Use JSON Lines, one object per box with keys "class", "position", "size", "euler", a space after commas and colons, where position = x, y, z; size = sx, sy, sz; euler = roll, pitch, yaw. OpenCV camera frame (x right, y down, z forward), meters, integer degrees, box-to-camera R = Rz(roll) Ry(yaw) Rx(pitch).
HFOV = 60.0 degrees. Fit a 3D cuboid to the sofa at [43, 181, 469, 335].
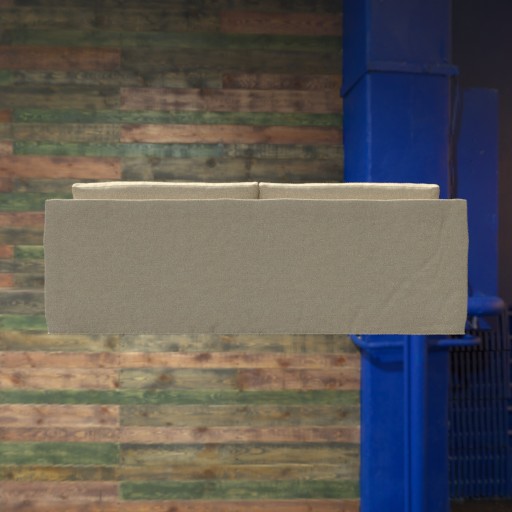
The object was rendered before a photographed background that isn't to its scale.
{"class": "sofa", "position": [0.000, 0.000, 2.839], "size": [2.312, 0.853, 0.962], "euler": [0, 0, 0]}
